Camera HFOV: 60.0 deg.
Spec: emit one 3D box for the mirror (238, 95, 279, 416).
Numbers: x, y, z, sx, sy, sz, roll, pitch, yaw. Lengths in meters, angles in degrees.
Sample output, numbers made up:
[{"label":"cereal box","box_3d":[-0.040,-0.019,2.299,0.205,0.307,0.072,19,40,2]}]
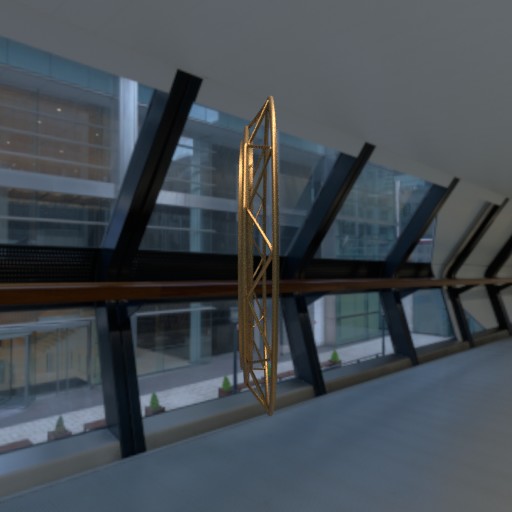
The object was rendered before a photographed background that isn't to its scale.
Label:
[{"label":"mirror","box_3d":[0.000,0.000,0.667,0.043,0.454,0.454,0,-1,0]}]
